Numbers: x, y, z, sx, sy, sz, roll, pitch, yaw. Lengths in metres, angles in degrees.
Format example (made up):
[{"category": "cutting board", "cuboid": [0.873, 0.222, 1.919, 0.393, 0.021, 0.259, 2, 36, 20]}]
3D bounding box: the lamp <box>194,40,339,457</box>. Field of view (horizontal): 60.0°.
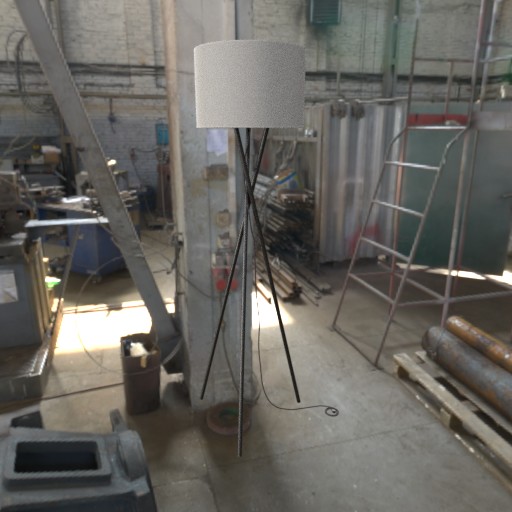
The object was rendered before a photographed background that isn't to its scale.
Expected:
[{"category": "lamp", "cuboid": [0.000, 0.000, 1.891, 0.667, 1.624, 0.522, 8, 18, 27]}]
